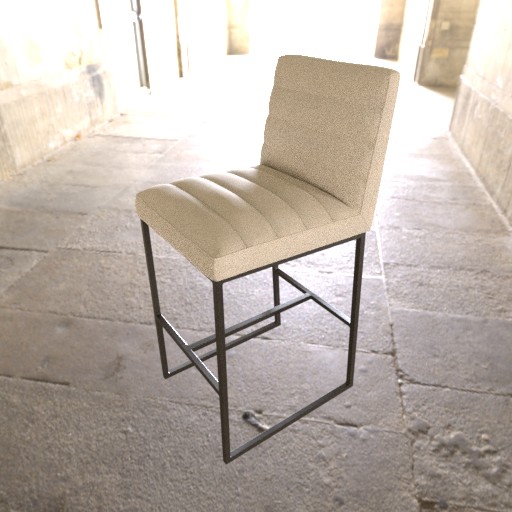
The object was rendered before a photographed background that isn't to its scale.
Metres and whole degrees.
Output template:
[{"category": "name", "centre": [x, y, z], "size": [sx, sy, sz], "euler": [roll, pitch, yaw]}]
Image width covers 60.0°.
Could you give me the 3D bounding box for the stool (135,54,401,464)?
[{"category": "stool", "centre": [0.000, 0.000, 1.342], "size": [0.573, 1.061, 0.464], "euler": [-20, 36, -30]}]
